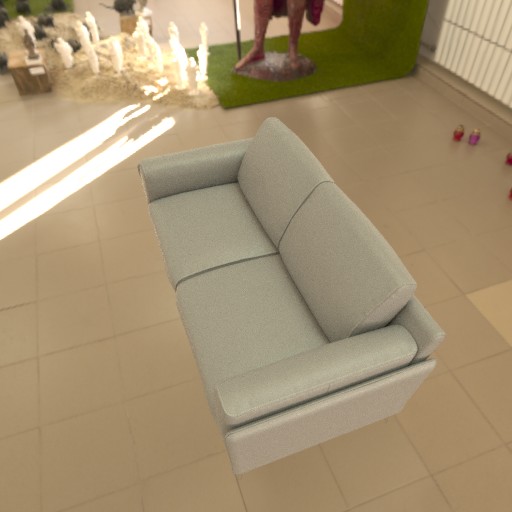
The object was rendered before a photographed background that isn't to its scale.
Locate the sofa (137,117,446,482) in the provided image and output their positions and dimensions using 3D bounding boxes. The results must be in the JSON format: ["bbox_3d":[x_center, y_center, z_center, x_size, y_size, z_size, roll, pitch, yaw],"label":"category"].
[{"bbox_3d":[0.000,0.000,2.653,1.049,0.930,2.101,-15,47,-14],"label":"sofa"}]
